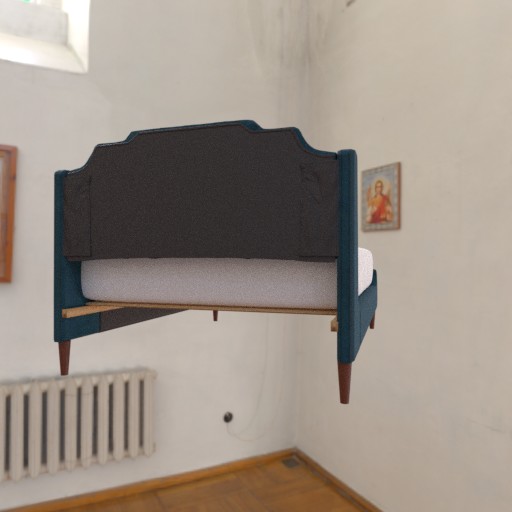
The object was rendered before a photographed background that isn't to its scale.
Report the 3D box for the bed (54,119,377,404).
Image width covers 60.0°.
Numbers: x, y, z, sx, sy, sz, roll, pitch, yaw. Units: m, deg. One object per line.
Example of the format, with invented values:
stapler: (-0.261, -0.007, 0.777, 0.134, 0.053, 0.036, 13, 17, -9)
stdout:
bed: (0.000, 0.000, 3.344, 1.676, 1.351, 2.322, 0, 0, 18)
